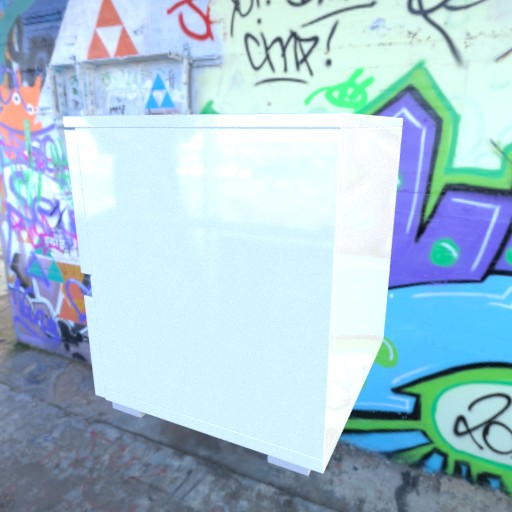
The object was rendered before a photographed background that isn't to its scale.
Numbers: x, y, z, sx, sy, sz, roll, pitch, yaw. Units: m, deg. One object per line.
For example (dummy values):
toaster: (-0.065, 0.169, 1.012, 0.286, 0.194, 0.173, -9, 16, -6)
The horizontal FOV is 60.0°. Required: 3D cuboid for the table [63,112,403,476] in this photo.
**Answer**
table: (0.000, 0.000, 0.787, 0.400, 0.470, 0.420, 8, 18, 25)
